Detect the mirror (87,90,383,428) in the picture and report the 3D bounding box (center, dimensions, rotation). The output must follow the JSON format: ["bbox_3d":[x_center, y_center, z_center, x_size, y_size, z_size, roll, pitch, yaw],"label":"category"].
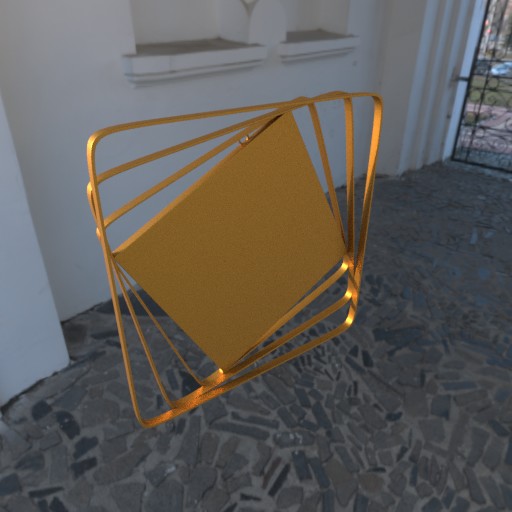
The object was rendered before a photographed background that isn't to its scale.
[{"bbox_3d":[0.000,0.000,0.703,0.470,0.468,0.045,-19,34,-30],"label":"mirror"}]
